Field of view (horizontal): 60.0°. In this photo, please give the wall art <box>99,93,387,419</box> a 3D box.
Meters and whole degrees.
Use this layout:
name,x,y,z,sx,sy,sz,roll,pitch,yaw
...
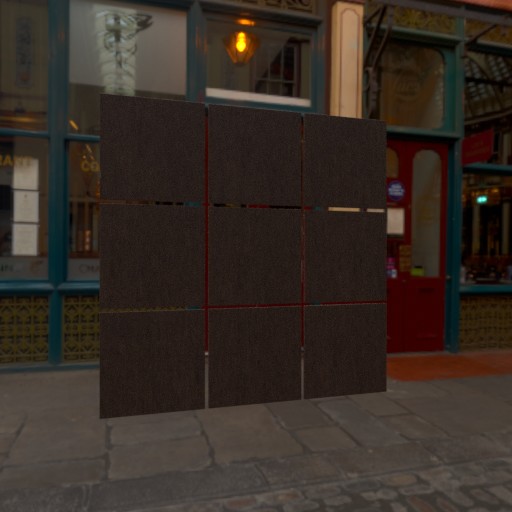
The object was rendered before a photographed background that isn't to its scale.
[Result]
name,x,y,z,sx,sy,sz,roll,pitch,yaw
wall art,0.000,0.000,2.292,1.527,1.525,0.014,0,0,-16
